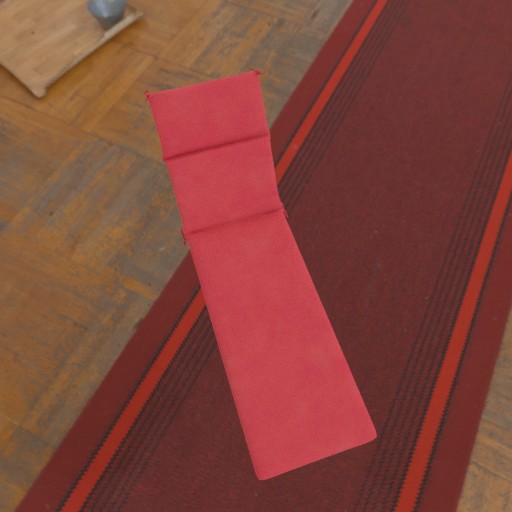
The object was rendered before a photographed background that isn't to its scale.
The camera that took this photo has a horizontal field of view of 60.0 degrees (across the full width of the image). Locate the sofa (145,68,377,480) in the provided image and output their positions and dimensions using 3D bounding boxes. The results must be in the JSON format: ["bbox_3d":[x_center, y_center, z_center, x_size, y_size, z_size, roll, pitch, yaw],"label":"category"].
[{"bbox_3d":[0.000,0.000,1.928,0.582,0.622,1.663,-16,63,-8],"label":"sofa"}]
